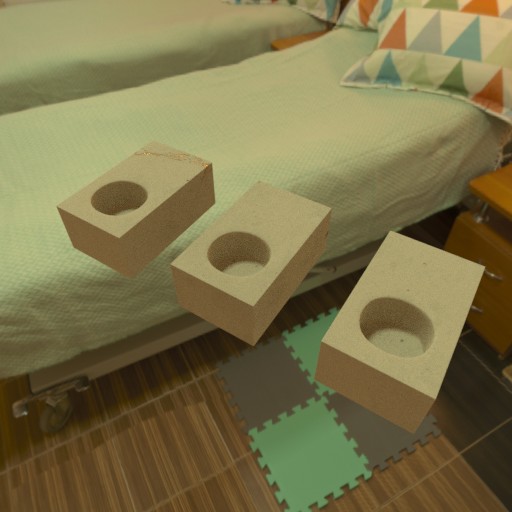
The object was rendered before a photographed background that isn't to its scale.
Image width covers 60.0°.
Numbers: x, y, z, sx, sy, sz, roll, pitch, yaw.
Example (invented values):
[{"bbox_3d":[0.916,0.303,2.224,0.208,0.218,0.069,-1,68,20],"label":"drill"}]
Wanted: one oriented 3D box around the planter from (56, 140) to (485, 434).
[{"bbox_3d":[0.000,0.000,0.380,0.333,0.051,0.127,25,51,22],"label":"planter"}]
